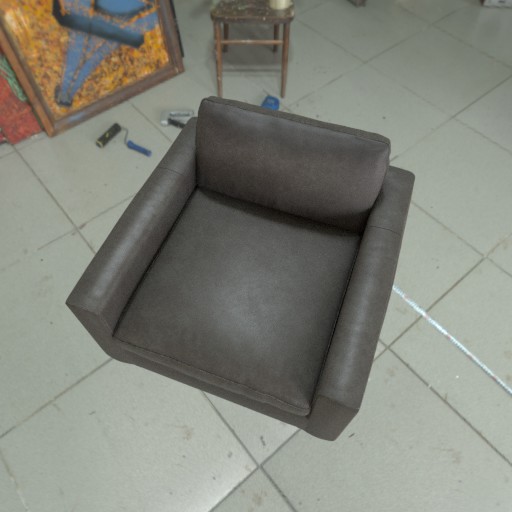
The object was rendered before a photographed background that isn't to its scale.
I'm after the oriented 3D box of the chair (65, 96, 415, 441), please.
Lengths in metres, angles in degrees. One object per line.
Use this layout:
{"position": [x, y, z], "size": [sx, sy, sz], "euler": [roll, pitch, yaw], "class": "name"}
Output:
{"position": [0.000, 0.000, 1.845], "size": [1.106, 0.807, 1.080], "euler": [17, 59, 11], "class": "chair"}
